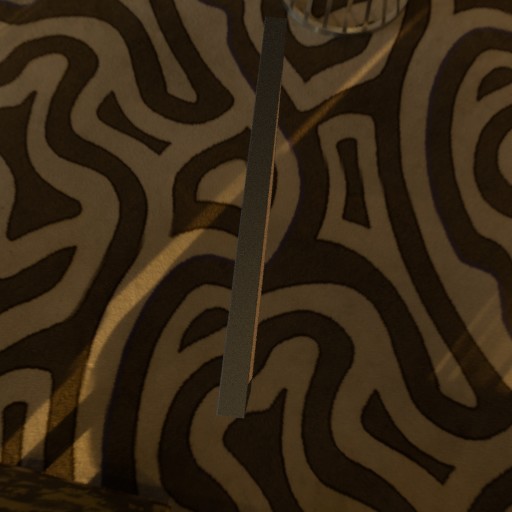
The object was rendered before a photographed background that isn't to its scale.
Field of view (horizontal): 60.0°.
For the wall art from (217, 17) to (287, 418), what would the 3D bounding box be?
[{"bbox_3d":[0.000,0.000,0.697,0.025,0.508,0.432,6,76,2],"label":"wall art"}]
